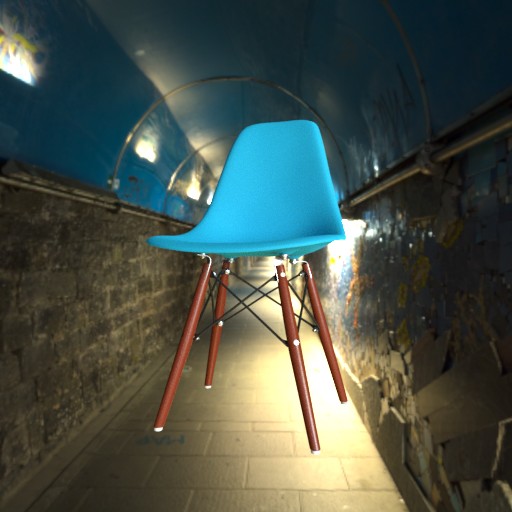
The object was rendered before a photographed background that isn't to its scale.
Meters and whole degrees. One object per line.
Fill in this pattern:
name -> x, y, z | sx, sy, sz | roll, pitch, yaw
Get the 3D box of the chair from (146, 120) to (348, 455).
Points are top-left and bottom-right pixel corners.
chair -> 0.000, 0.000, 1.157 | 0.470, 0.826, 0.533 | 0, 2, 18
